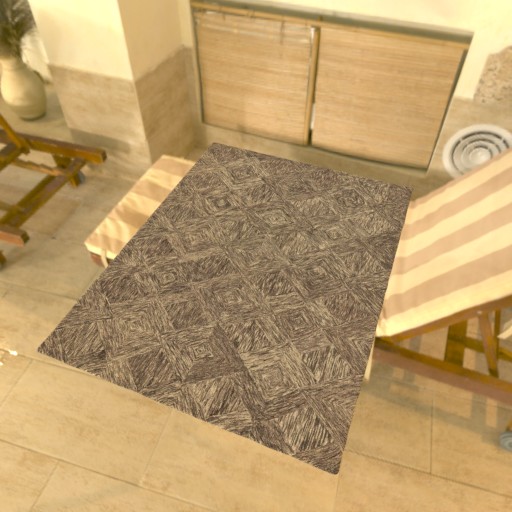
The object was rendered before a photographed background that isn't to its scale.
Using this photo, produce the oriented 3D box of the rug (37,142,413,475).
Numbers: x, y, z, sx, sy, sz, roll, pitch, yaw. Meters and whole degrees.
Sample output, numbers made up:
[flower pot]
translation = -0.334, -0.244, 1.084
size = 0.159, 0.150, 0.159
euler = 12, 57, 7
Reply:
[rug]
translation = 0.000, 0.000, 4.181
size = 2.448, 0.017, 3.204
euler = 17, 49, 15
